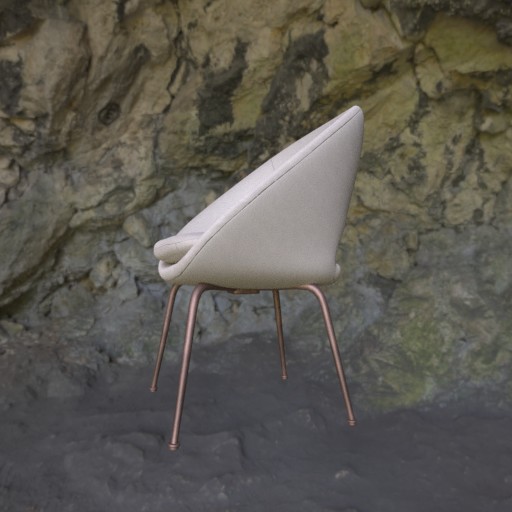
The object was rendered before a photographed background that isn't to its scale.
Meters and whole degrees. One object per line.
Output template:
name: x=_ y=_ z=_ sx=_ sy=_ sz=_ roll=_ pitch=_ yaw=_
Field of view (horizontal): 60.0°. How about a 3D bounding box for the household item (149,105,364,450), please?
household item: x=0.000 y=0.000 z=1.281 sx=0.573 sy=0.852 sz=0.623 roll=0 pitch=0 yaw=-19
